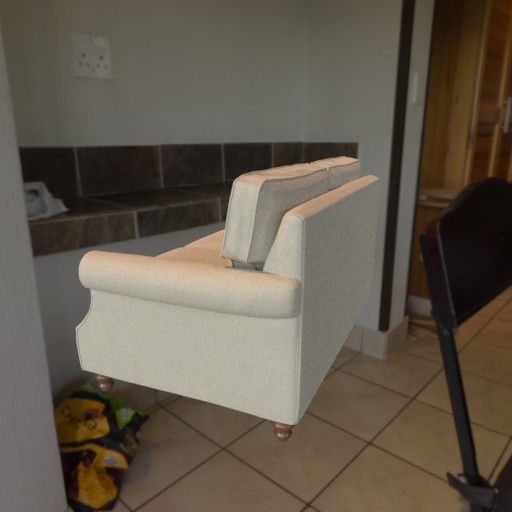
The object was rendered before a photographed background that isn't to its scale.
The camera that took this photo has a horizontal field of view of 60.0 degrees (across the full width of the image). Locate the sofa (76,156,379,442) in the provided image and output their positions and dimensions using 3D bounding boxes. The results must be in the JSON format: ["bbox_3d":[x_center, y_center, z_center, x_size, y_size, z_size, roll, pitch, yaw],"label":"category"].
[{"bbox_3d":[0.000,0.000,2.226,0.964,0.937,1.665,6,16,23],"label":"sofa"}]
